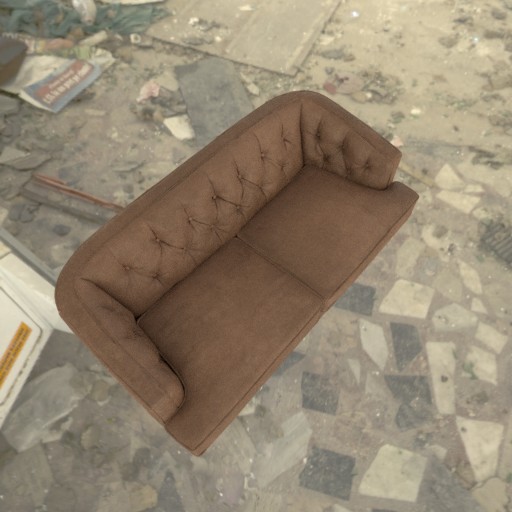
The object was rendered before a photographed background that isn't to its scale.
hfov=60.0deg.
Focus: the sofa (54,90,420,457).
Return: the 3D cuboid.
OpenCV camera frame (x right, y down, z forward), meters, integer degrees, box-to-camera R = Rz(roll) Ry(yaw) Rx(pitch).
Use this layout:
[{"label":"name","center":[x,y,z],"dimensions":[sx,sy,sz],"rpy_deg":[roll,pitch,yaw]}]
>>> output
[{"label":"sofa","center":[0.000,0.000,2.271],"dimensions":[0.917,0.799,1.767],"rpy_deg":[37,65,21]}]
